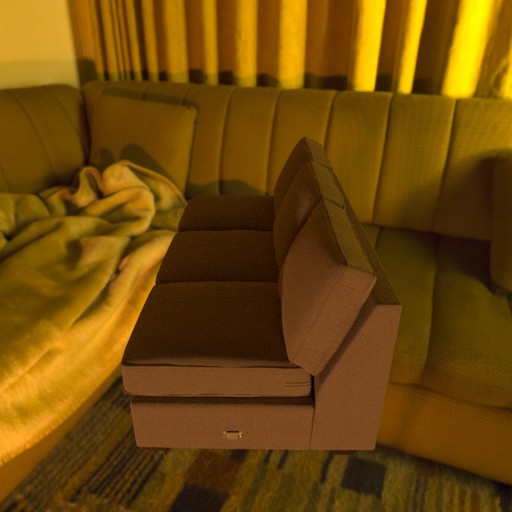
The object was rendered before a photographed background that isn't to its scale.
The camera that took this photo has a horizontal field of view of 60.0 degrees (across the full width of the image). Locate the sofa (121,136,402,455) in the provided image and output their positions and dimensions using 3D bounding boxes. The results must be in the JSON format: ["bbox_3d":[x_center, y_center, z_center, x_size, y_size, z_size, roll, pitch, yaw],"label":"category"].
[{"bbox_3d":[0.000,0.000,2.716,1.127,1.036,2.092,0,27,1],"label":"sofa"}]
